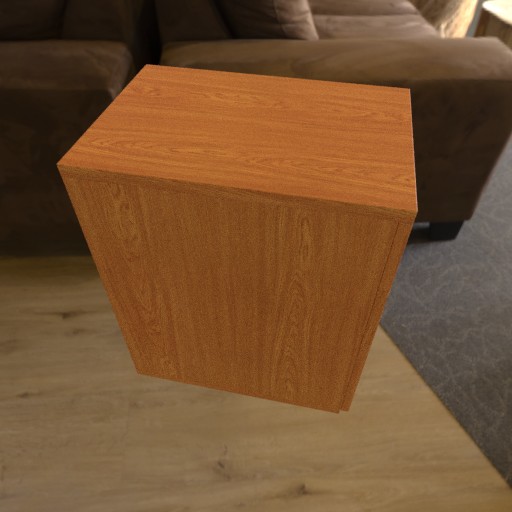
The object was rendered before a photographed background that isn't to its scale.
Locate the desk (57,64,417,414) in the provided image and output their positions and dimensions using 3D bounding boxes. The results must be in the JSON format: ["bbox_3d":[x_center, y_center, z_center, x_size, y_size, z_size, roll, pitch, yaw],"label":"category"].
[{"bbox_3d":[0.000,0.000,1.101,0.600,0.730,0.404,9,47,8],"label":"desk"}]
